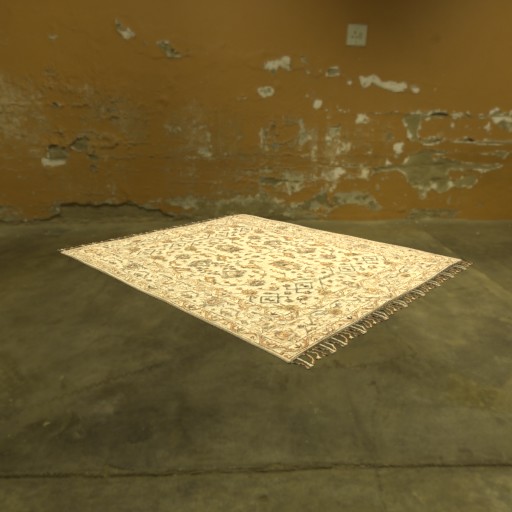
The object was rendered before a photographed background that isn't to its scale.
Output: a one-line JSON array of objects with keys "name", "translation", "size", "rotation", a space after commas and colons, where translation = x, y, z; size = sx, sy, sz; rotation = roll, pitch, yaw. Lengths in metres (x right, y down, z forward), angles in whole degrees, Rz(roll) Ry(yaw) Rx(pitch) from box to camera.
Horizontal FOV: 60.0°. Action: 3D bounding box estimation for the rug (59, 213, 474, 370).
[{"name": "rug", "translation": [0.000, 0.000, 4.089], "size": [3.061, 0.034, 2.426], "rotation": [16, 24, 42]}]
